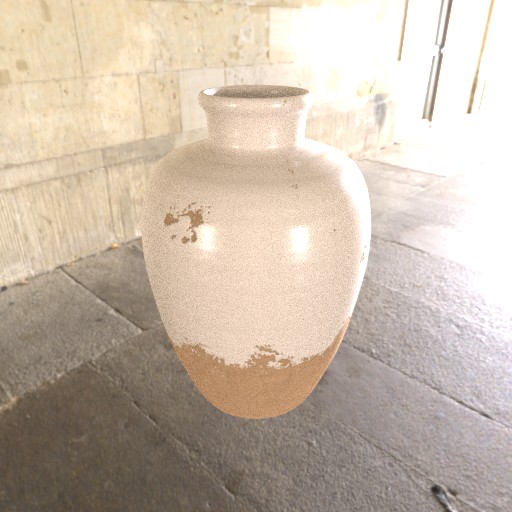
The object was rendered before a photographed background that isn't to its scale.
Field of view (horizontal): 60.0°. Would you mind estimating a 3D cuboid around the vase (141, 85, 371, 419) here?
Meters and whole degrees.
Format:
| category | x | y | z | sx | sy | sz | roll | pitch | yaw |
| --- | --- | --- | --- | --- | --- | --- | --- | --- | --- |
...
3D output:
| category | x | y | z | sx | sy | sz | roll | pitch | yaw |
| --- | --- | --- | --- | --- | --- | --- | --- | --- | --- |
| vase | 0.000 | 0.000 | 0.325 | 0.158 | 0.228 | 0.158 | 0 | 27 | 0 |
